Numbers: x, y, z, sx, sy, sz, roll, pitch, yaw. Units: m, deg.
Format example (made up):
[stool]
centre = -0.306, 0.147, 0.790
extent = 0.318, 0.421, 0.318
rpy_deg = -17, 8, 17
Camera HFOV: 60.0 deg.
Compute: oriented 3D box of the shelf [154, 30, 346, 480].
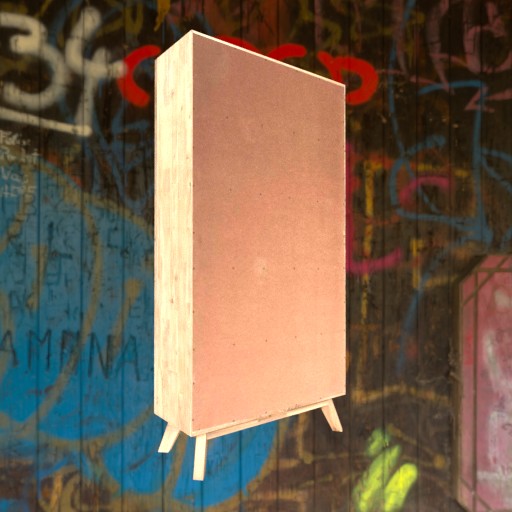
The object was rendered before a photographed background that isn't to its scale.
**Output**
[shelf]
centre = 0.000, 0.000, 1.779
extent = 0.748, 1.471, 0.308
rpy_deg = 0, -1, -38
